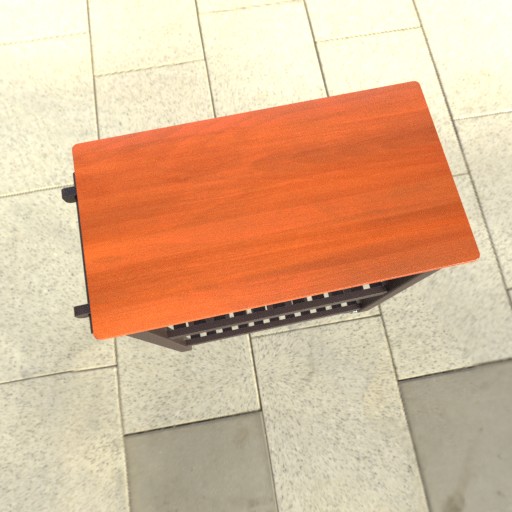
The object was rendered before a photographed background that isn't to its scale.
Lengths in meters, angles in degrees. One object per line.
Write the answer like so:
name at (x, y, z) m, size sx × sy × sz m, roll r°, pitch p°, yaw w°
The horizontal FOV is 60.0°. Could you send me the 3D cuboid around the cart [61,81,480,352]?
cart at (0.000, 0.000, 1.435) m, size 0.899 × 0.927 × 0.457 m, roll -12°, pitch 75°, yaw -3°
